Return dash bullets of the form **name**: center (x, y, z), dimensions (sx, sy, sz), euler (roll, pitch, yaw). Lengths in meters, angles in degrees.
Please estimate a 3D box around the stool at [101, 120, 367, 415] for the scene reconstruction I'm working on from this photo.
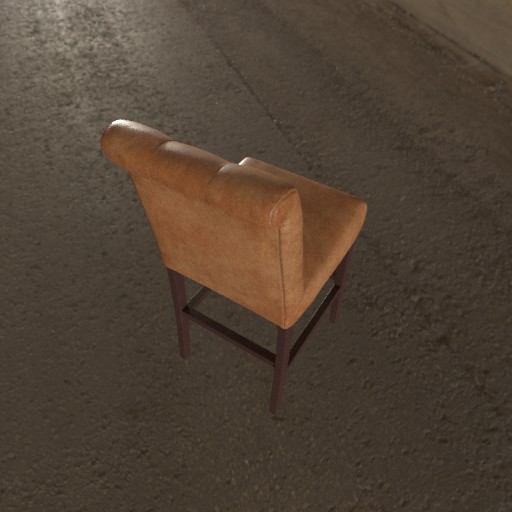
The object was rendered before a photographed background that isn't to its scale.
- **stool**: center (0.000, 0.000, 1.414), dimensions (0.493, 1.047, 0.601), euler (25, 52, 22)
